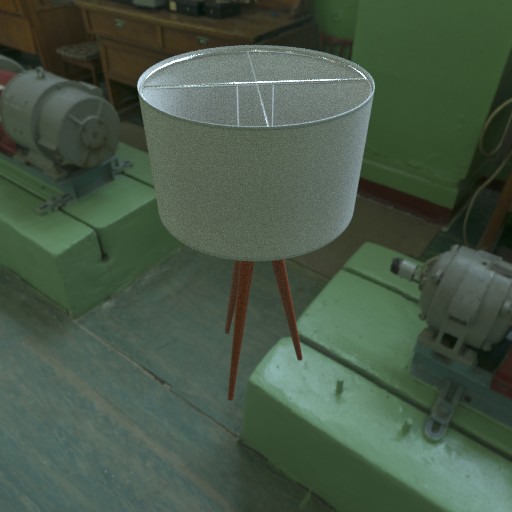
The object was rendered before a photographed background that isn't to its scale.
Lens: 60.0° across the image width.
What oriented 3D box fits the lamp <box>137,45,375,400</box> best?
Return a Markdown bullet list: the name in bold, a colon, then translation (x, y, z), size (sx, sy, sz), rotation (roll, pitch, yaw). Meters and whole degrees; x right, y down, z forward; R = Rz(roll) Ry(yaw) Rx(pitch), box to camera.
- **lamp**: translation (0.000, 0.000, 0.903), size (0.355, 0.709, 0.354), rotation (24, 46, 26)
